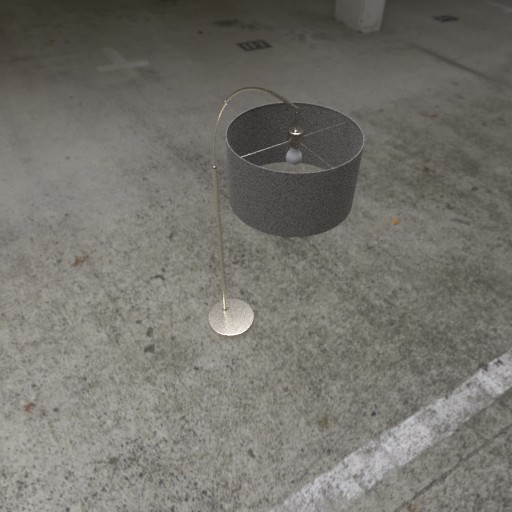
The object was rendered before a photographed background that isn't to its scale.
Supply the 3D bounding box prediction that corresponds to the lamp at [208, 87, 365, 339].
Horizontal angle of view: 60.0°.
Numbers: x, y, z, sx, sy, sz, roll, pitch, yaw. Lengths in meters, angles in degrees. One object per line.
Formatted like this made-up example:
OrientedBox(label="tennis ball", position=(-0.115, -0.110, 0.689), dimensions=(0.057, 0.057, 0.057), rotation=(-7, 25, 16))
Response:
OrientedBox(label="lamp", position=(0.000, 0.000, 2.146), dimensions=(0.452, 1.735, 0.934), rotation=(-24, 50, -22))
